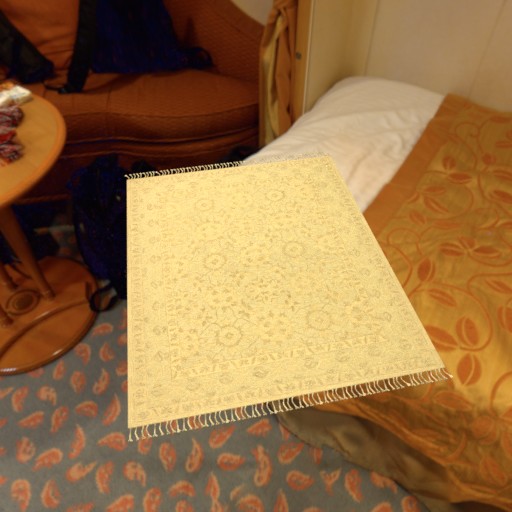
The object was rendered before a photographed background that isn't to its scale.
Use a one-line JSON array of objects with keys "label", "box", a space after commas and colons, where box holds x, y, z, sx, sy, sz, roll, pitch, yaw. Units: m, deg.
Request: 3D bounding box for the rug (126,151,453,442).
[{"label": "rug", "box": [0.000, 0.000, 4.183, 2.444, 0.013, 3.043, -8, 48, -8]}]
